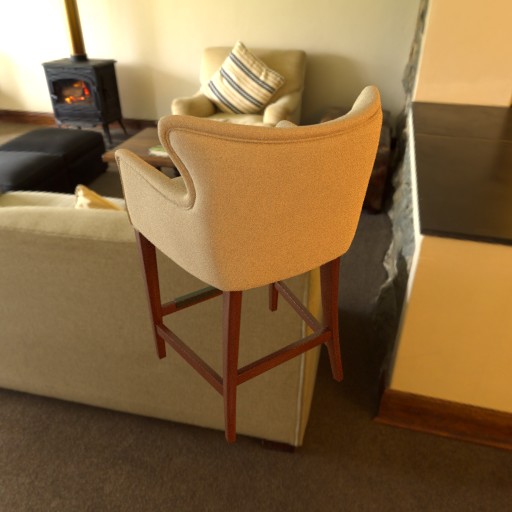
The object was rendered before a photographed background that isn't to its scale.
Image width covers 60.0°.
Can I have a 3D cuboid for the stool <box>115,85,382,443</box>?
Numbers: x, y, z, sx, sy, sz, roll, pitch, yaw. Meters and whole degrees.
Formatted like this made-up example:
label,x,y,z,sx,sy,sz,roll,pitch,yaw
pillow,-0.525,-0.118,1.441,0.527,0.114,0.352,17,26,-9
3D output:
label,x,y,z,sx,sy,sz,roll,pitch,yaw
stool,0.000,0.000,1.331,0.601,0.951,0.570,-19,36,-28
